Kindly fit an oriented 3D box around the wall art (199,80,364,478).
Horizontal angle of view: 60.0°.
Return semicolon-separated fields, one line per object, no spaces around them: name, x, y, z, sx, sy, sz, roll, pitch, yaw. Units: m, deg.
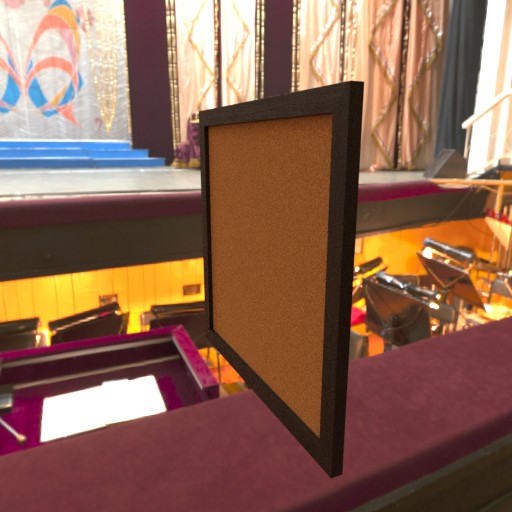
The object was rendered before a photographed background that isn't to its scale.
wall art;0.000;0.000;1.533;0.038;1.016;1.016;-7;16;-25
